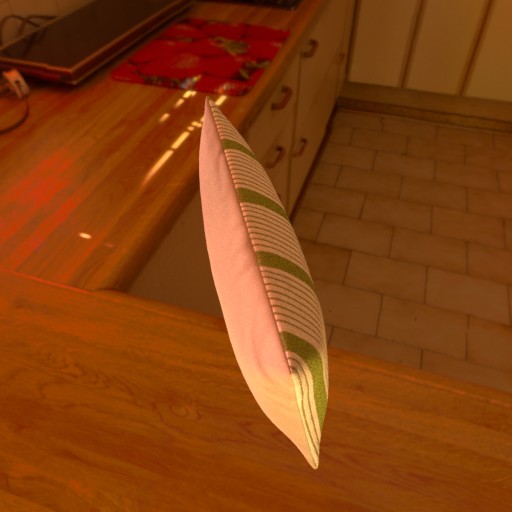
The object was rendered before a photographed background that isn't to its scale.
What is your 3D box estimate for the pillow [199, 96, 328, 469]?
[{"bbox_3d":[0.000,0.000,0.742,0.156,0.292,0.608,-9,46,-9],"label":"pillow"}]
